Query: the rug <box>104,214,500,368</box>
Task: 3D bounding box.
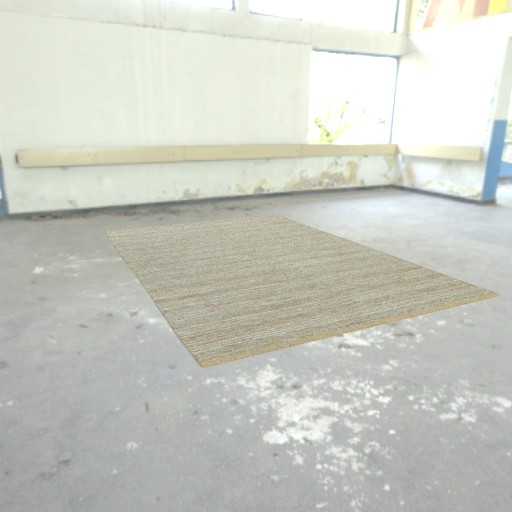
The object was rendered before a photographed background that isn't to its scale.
[{"bbox_3d":[0.000,0.000,2.259,1.240,0.010,1.824,-8,18,-25],"label":"rug"}]
